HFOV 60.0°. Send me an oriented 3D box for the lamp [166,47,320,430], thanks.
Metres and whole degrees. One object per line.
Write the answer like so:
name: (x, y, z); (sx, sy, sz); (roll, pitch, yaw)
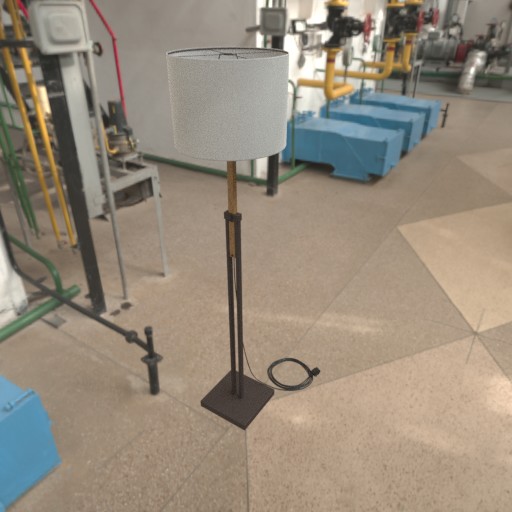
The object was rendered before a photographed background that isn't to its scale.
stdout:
lamp: (0.000, 0.000, 1.951); (0.474, 1.650, 0.639); (18, 35, 29)
